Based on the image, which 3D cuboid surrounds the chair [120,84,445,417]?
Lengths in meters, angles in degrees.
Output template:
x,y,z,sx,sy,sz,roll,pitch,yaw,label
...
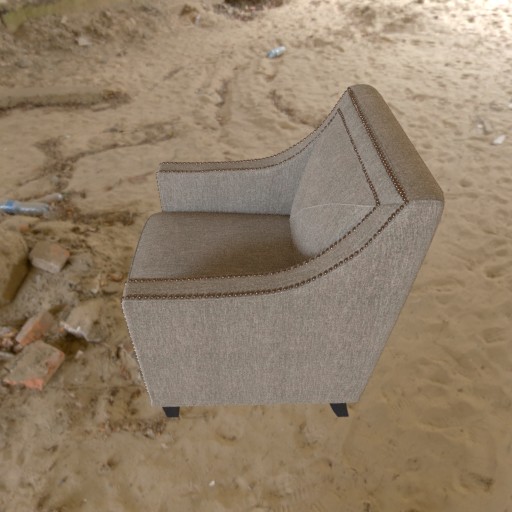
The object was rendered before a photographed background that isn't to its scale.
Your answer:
x,y,z,sx,sy,sz,roll,pitch,yaw,label
0.000,0.000,1.602,0.884,0.967,0.776,-1,41,-1,chair
